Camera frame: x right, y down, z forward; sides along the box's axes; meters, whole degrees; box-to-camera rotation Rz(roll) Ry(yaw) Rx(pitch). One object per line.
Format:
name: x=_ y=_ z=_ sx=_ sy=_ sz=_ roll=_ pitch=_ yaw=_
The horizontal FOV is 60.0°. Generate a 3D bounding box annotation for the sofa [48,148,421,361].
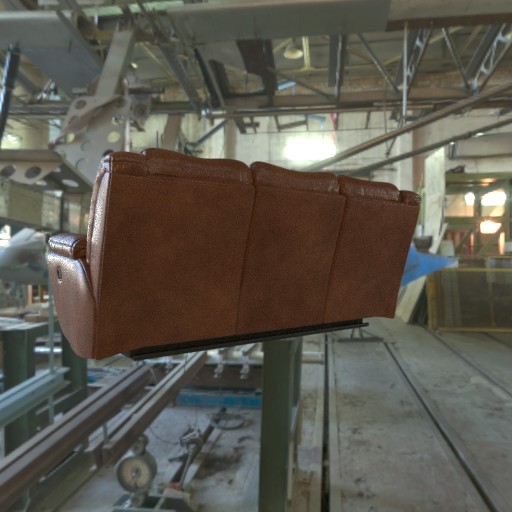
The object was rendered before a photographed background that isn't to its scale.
sofa: x=0.000 y=0.000 z=2.882 sx=2.337 sy=1.043 sz=0.991 roll=0 pitch=0 yaw=-36
